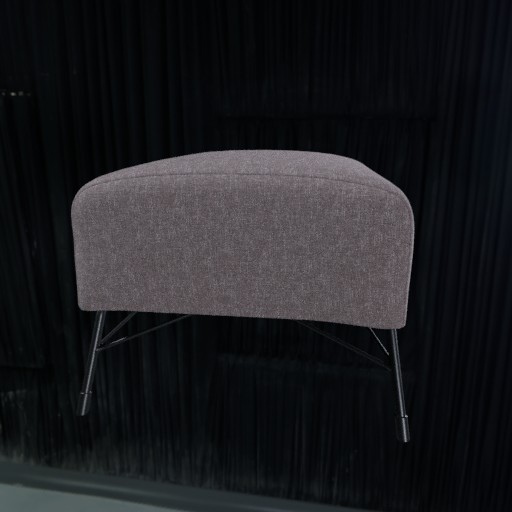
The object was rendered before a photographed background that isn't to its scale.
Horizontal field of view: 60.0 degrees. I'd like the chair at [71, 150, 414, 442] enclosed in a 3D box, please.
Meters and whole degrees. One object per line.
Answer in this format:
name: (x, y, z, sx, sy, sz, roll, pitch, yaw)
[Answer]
chair: (0.000, 0.000, 0.888, 0.530, 0.410, 0.530, 2, 16, 7)
